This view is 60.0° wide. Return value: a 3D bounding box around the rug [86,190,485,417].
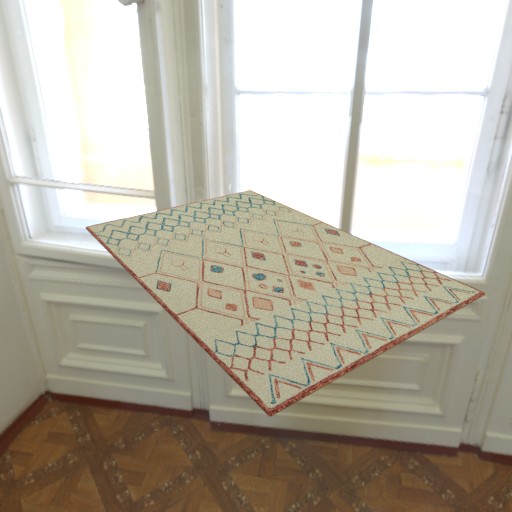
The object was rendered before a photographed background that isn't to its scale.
[{"bbox_3d":[0.000,0.000,2.331,1.219,0.016,1.829,-18,31,-32],"label":"rug"}]
